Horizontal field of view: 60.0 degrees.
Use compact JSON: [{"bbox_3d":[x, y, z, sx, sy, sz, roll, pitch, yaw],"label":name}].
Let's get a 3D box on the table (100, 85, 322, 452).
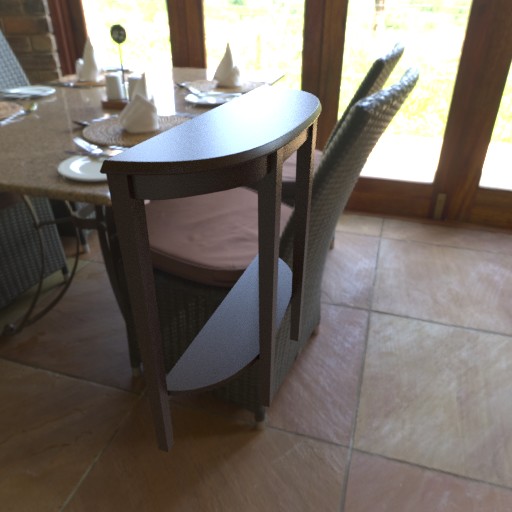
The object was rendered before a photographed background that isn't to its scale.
[{"bbox_3d":[0.000,0.000,1.341,0.274,0.831,0.909,11,32,18],"label":"table"}]
